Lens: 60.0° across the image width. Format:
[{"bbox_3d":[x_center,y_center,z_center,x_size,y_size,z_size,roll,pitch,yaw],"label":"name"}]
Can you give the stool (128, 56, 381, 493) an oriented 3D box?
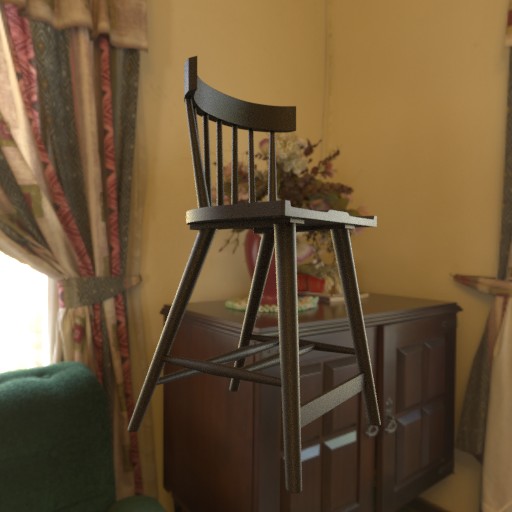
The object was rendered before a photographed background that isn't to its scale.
[{"bbox_3d":[0.000,0.000,1.232,0.549,0.953,0.494,0,1,36],"label":"stool"}]
